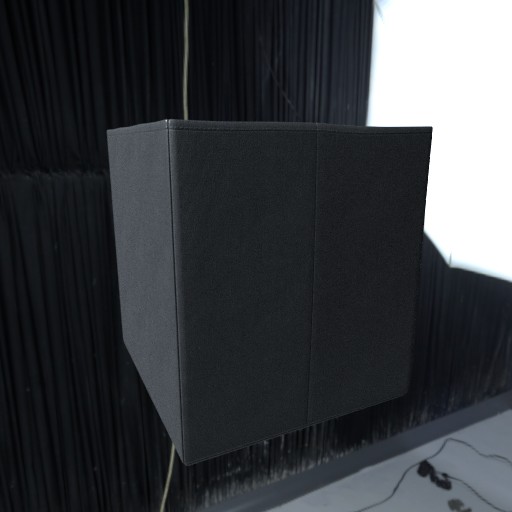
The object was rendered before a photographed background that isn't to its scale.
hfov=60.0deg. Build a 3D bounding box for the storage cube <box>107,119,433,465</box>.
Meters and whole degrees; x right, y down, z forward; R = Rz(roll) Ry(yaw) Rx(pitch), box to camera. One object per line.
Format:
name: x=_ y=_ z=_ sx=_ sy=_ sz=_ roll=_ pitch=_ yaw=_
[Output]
storage cube: x=0.000 y=0.000 z=0.505 sx=0.270 sy=0.280 sz=0.270 roll=-7 pitch=16 yaw=-26
